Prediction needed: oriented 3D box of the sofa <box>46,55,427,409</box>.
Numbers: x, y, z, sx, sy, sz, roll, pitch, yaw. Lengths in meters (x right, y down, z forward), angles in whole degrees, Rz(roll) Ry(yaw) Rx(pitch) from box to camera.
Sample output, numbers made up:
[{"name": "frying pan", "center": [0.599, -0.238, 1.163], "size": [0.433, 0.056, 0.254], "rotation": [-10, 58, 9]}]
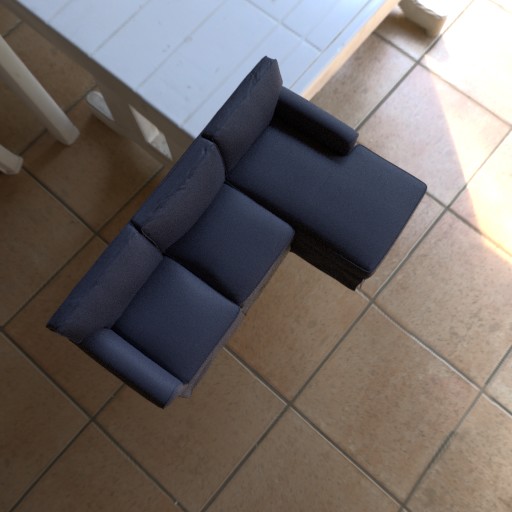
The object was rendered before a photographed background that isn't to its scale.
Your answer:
[{"name": "sofa", "center": [0.000, 0.000, 3.317], "size": [1.637, 1.039, 2.518], "rotation": [34, 78, 8]}]
